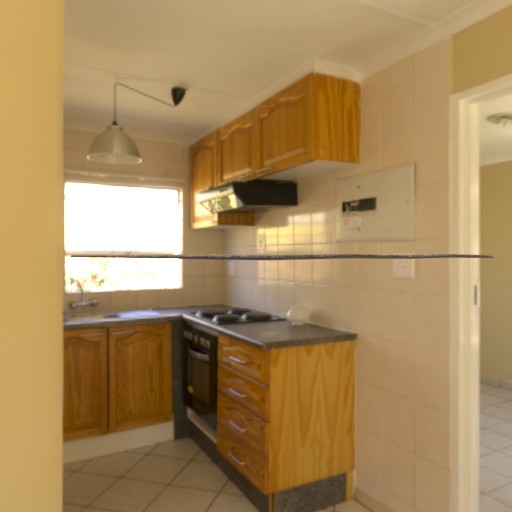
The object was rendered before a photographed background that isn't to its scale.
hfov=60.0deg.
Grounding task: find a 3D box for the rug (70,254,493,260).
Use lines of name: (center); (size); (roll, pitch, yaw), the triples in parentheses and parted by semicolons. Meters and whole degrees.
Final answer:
rug: (0.000, 0.000, 4.640); (2.716, 0.035, 3.612); (0, 0, -39)
